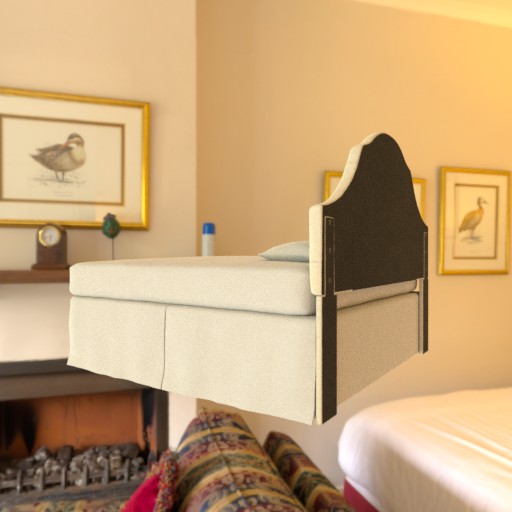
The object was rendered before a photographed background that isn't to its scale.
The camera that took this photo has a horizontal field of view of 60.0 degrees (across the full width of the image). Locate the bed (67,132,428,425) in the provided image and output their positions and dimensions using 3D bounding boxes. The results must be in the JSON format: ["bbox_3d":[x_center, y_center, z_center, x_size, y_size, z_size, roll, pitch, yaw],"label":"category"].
[{"bbox_3d":[0.000,0.000,3.421,2.086,1.555,2.012,0,0,35],"label":"bed"}]
